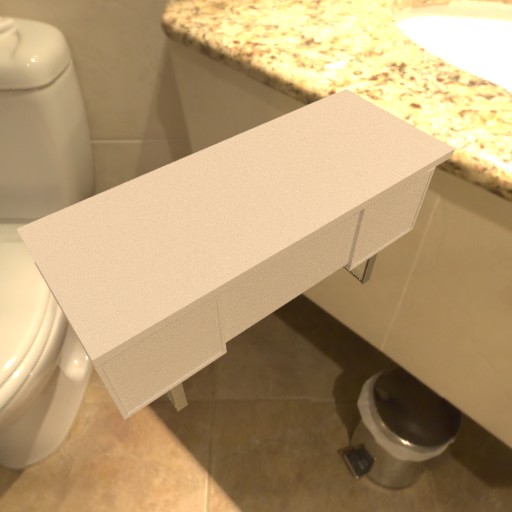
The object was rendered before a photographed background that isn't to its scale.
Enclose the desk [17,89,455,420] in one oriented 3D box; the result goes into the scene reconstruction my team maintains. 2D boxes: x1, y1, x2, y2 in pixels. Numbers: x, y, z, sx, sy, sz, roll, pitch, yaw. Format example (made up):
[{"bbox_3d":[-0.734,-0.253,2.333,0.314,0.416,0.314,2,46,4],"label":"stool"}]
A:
[{"bbox_3d":[0.000,0.000,1.895,1.530,0.773,0.603,-30,55,-24],"label":"desk"}]
